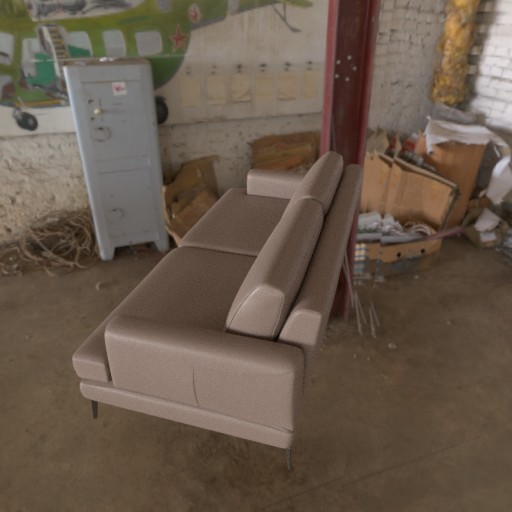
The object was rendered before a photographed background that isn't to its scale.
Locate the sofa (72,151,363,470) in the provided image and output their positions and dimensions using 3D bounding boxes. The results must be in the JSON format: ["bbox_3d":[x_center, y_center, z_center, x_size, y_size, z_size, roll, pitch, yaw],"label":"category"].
[{"bbox_3d":[0.000,0.000,2.420,0.974,0.765,1.940,8,31,14],"label":"sofa"}]
